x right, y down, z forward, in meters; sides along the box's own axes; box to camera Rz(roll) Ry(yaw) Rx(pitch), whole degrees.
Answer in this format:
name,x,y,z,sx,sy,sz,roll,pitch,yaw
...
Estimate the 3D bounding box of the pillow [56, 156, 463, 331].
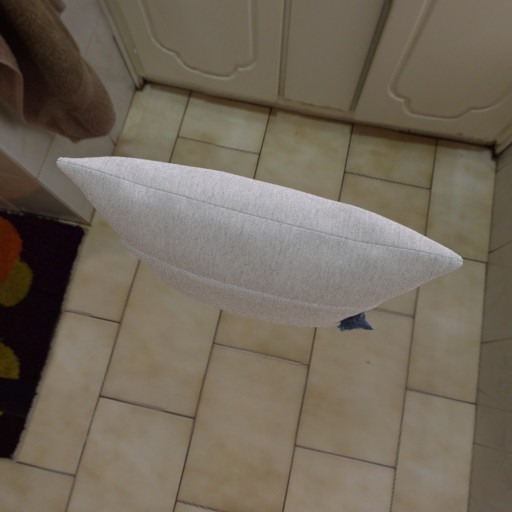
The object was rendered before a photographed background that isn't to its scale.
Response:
name,x,y,z,sx,sy,sz,roll,pitch,yaw
pillow,0.000,0.000,0.666,0.433,0.436,0.173,14,75,4
